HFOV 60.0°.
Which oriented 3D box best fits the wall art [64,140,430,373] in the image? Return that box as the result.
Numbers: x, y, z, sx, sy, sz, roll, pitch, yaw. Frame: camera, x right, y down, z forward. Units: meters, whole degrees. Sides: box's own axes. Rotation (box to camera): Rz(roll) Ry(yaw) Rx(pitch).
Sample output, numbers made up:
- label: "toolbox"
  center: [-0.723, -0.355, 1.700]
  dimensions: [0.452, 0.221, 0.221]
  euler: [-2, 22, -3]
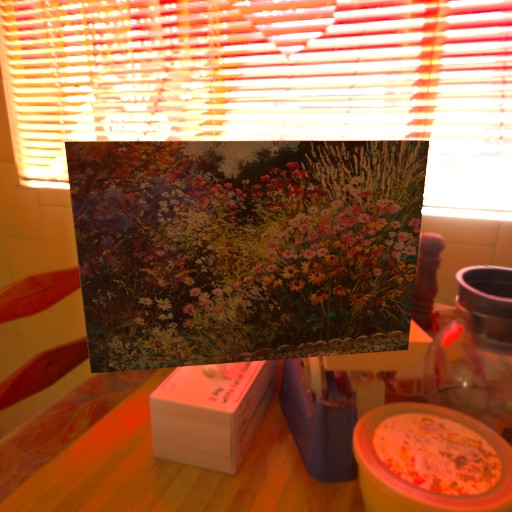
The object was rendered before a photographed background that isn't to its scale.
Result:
- label: "wall art"
  center: [0.000, 0.000, 0.806]
  dimensions: [0.610, 0.406, 0.037]
  euler: [-2, 16, -8]
